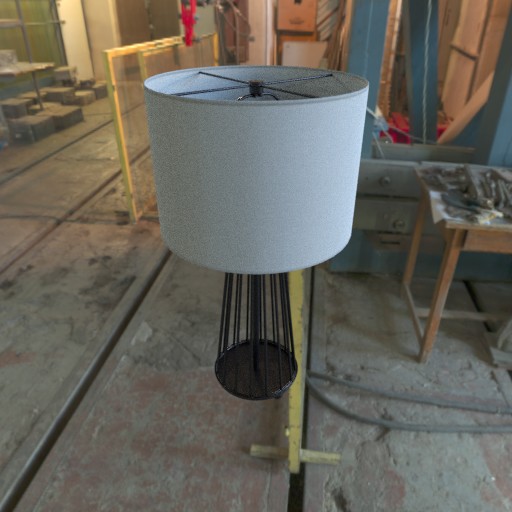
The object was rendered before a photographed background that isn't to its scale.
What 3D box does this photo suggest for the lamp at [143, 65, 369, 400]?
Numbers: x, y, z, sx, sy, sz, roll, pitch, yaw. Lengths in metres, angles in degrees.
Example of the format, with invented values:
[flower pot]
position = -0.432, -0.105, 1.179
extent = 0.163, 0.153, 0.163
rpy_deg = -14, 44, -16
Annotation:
[lamp]
position = 0.000, 0.000, 0.793
extent = 0.322, 0.593, 0.322
rpy_deg = -21, 36, -32
